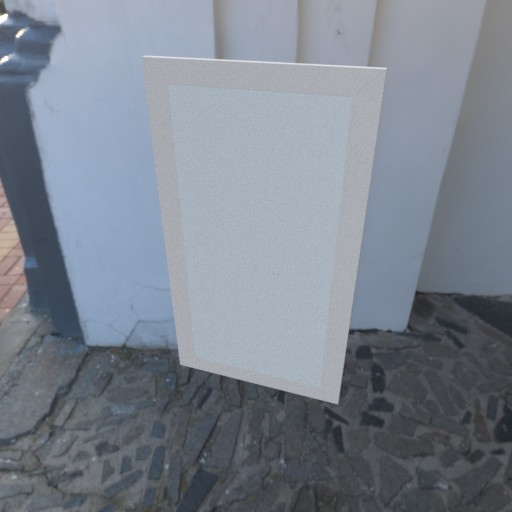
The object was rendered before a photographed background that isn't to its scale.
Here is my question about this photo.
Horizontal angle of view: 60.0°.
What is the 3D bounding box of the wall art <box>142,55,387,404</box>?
[{"bbox_3d":[0.000,0.000,0.842,0.380,0.683,0.013,10,33,15],"label":"wall art"}]
